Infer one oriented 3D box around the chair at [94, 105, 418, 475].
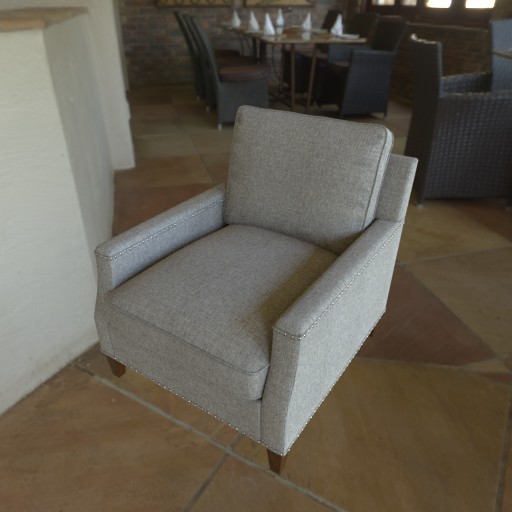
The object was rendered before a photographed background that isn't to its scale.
[{"bbox_3d":[0.000,0.000,1.720,0.853,0.943,1.014,19,35,29],"label":"chair"}]
